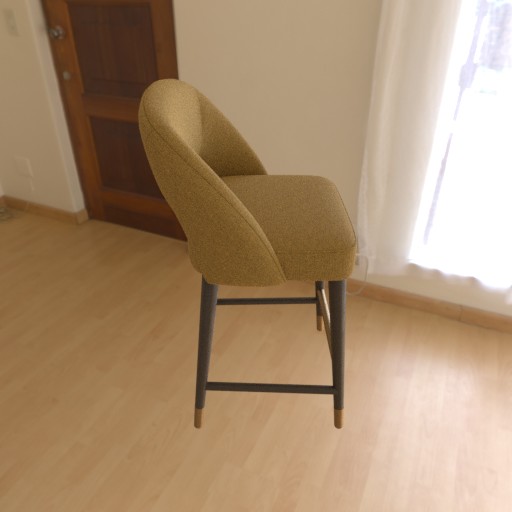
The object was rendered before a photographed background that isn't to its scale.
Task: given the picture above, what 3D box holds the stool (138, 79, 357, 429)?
[{"bbox_3d":[0.000,0.000,1.277,0.522,0.939,0.536,0,31,0],"label":"stool"}]
